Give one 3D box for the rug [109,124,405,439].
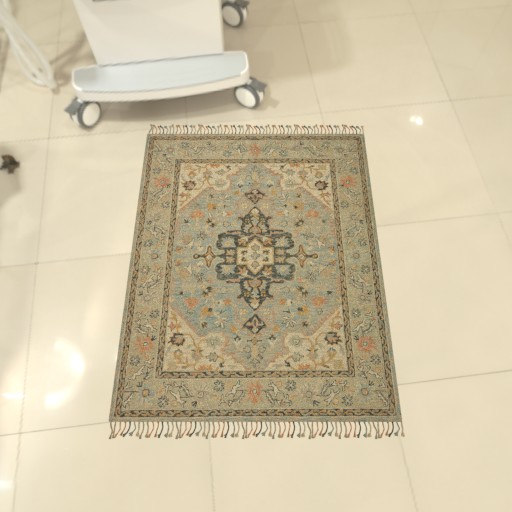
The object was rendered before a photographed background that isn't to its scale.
[{"bbox_3d":[0.000,0.000,2.262,1.278,0.009,1.730,0,65,0],"label":"rug"}]
